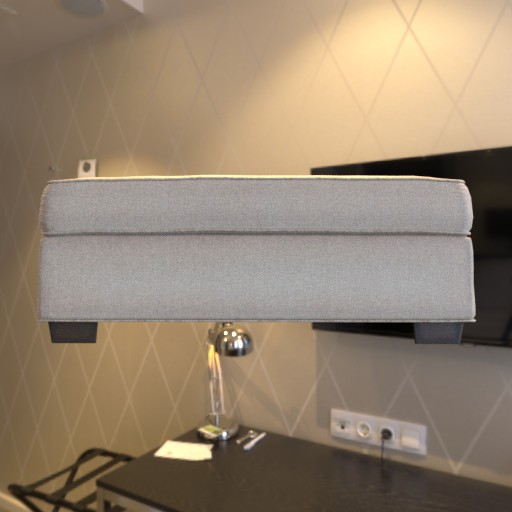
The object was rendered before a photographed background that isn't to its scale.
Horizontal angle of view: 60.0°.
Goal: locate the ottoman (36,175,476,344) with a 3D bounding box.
[{"bbox_3d":[0.000,0.000,1.397,1.097,0.448,0.617,0,-1,1],"label":"ottoman"}]
